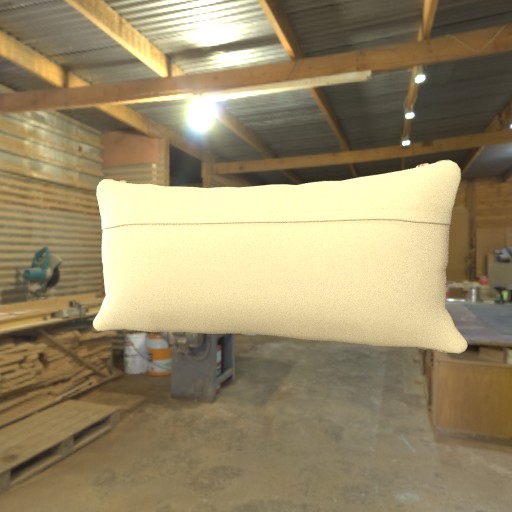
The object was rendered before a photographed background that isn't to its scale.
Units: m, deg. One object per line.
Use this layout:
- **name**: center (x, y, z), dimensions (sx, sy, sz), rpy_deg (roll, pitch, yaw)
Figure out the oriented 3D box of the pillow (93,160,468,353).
- **pillow**: center (0.000, 0.000, 0.726), dimensions (0.635, 0.282, 0.139), rpy_deg (0, 1, 17)
